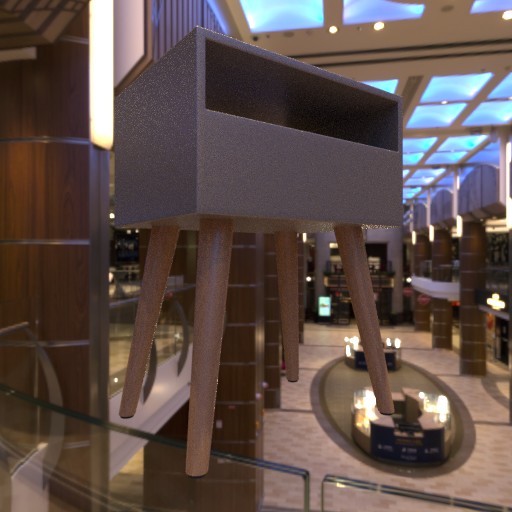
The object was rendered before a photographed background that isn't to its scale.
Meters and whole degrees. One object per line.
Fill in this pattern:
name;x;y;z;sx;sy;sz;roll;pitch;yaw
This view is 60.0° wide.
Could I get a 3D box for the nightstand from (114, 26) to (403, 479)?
nightstand;0.000;0.000;0.713;0.370;0.508;0.288;0;0;-36
